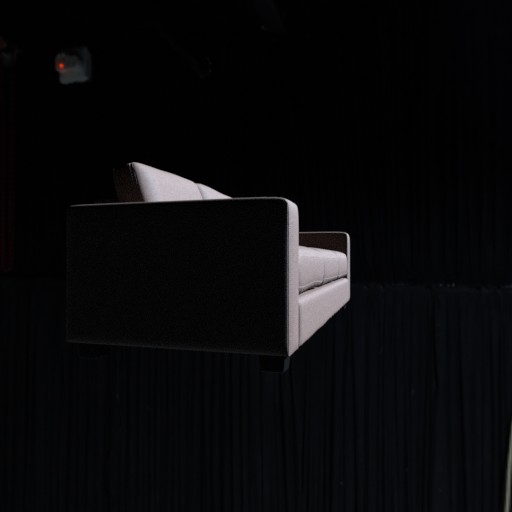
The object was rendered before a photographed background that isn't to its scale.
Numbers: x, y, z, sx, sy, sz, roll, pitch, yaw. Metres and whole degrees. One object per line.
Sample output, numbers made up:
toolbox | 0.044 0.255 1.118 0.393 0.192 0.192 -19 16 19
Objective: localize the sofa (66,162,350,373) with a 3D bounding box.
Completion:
sofa | 0.000 0.000 2.598 0.900 0.806 2.160 0 0 17
